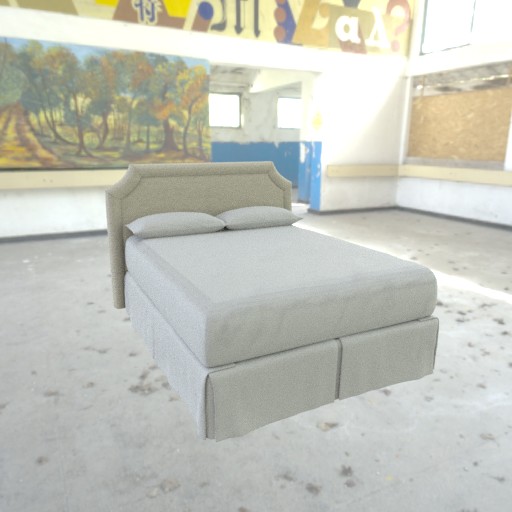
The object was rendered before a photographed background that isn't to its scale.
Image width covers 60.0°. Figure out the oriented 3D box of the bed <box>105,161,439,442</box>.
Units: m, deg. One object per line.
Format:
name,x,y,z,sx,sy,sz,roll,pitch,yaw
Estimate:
bed,0.000,0.000,3.341,1.828,1.297,2.164,-7,16,-26
